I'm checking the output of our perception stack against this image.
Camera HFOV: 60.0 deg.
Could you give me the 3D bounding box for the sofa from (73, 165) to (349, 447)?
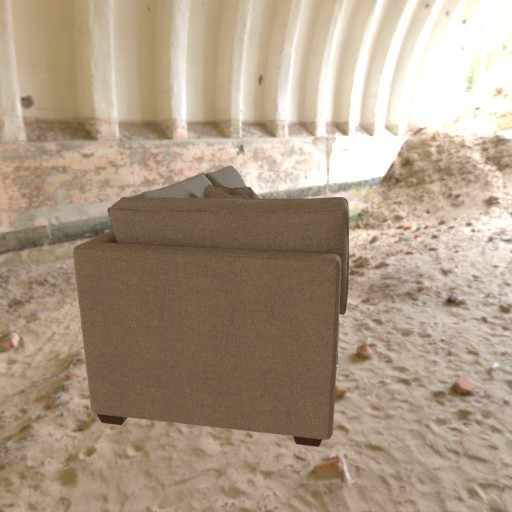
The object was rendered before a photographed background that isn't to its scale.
[{"bbox_3d":[0.000,0.000,2.798,1.110,1.019,2.238,3,16,10],"label":"sofa"}]
